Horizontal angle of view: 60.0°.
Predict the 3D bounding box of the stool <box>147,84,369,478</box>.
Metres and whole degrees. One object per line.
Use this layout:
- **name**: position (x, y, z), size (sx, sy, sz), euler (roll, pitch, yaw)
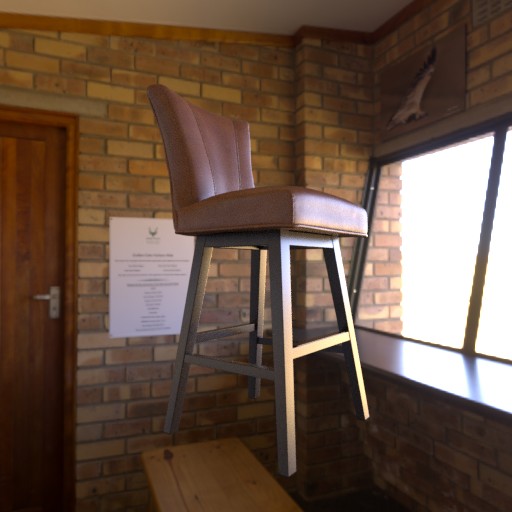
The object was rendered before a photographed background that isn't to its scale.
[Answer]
- **stool**: position (0.000, 0.000, 1.459), size (0.585, 1.094, 0.522), euler (-1, -1, 36)
